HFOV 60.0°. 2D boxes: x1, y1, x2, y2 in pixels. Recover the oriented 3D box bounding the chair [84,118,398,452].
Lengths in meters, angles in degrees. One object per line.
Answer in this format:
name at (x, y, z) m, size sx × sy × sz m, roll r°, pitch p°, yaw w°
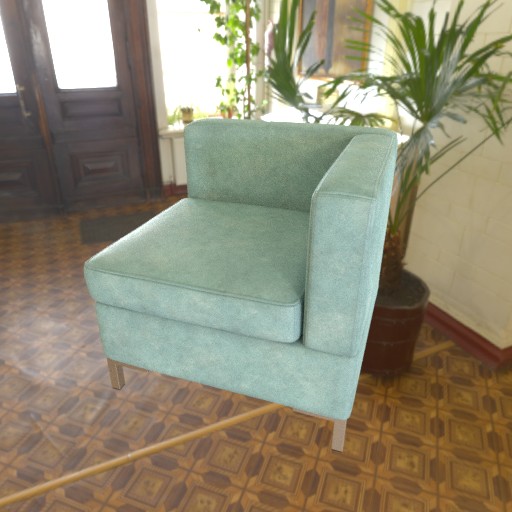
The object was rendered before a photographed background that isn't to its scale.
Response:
chair at (0.000, 0.000, 1.272) m, size 0.691 × 0.660 × 0.684 m, roll 9°, pitch 28°, yaw 17°
